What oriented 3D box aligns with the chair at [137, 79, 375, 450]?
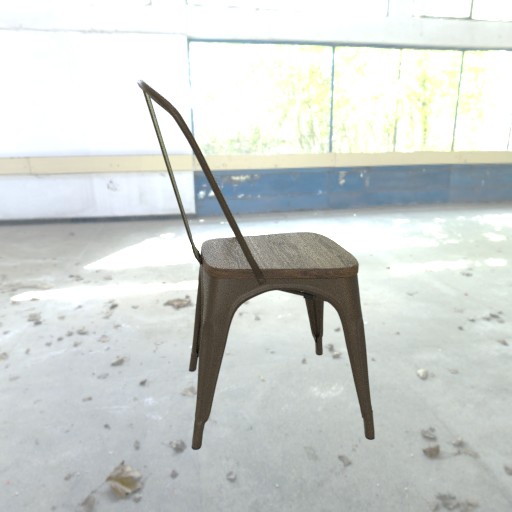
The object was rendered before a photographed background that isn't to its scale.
[{"bbox_3d":[0.000,0.000,1.153,0.532,0.844,0.451,-3,17,-9],"label":"chair"}]
